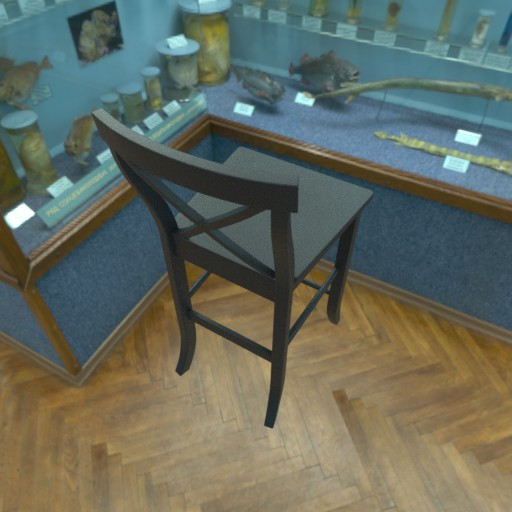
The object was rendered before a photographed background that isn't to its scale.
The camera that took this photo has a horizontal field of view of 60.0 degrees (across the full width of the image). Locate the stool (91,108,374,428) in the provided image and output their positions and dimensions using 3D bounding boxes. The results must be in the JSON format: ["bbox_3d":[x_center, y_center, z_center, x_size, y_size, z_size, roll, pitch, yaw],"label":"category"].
[{"bbox_3d":[0.000,0.000,1.262,0.452,0.989,0.559,24,51,21],"label":"stool"}]
